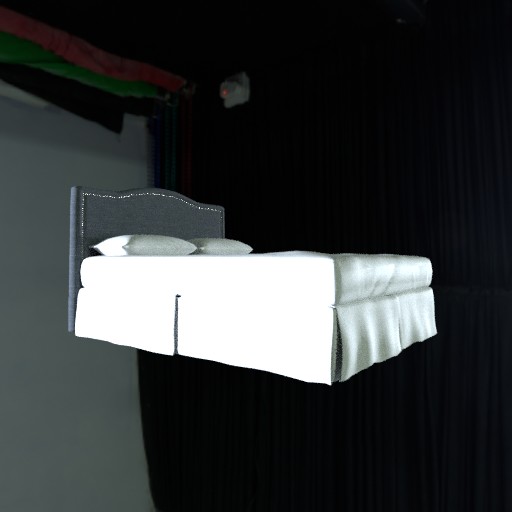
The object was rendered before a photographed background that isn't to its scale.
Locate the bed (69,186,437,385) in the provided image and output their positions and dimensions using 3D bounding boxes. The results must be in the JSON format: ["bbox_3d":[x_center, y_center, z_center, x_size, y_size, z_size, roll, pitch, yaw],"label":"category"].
[{"bbox_3d":[0.000,0.000,4.038,2.689,1.457,2.161,0,0,36],"label":"bed"}]
